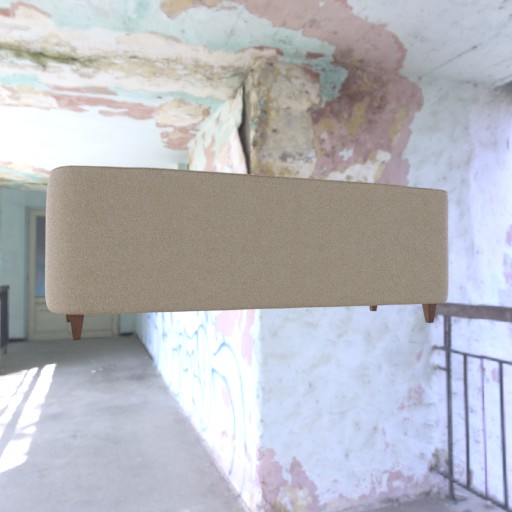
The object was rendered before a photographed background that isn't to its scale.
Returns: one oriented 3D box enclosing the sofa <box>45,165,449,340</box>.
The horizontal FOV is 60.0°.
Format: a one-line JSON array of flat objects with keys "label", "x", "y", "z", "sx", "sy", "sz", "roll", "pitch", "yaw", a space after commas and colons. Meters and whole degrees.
[{"label": "sofa", "x": 0.000, "y": 0.000, "z": 2.637, "sx": 2.235, "sy": 0.788, "sz": 0.913, "roll": 0, "pitch": -2, "yaw": -18}]
